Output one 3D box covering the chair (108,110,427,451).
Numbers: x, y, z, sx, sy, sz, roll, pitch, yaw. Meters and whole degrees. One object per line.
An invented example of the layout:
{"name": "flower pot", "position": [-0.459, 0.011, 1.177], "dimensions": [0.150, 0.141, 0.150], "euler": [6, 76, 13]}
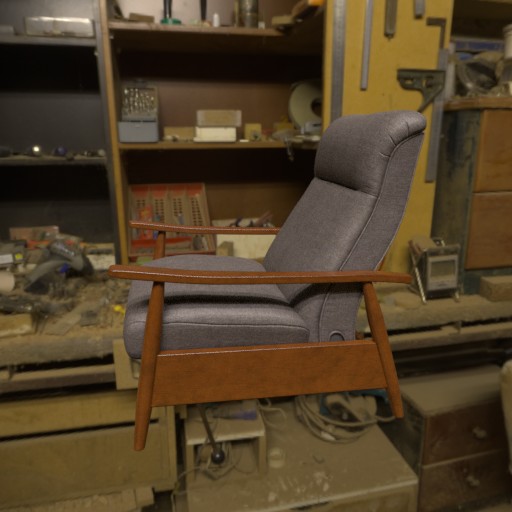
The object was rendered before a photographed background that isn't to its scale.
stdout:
{"name": "chair", "position": [0.000, 0.000, 1.743], "dimensions": [1.014, 1.081, 0.762], "euler": [-3, 16, -10]}
